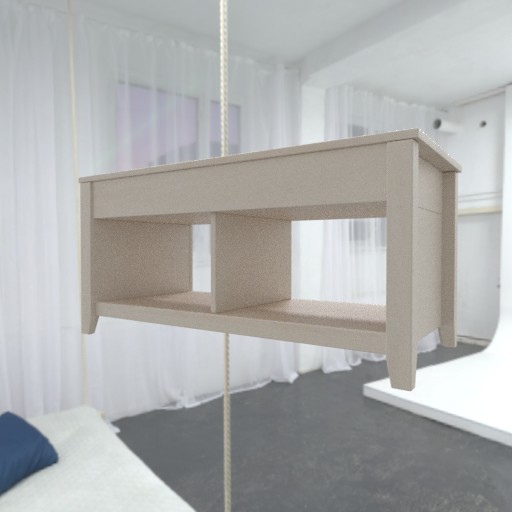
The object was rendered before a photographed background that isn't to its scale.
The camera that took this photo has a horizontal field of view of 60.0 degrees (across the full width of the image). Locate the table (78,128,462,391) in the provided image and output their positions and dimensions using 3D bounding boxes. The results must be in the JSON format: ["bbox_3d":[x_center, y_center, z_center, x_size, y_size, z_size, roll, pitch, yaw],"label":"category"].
[{"bbox_3d":[0.000,0.000,1.280,1.016,0.483,0.457,1,1,34],"label":"table"}]
